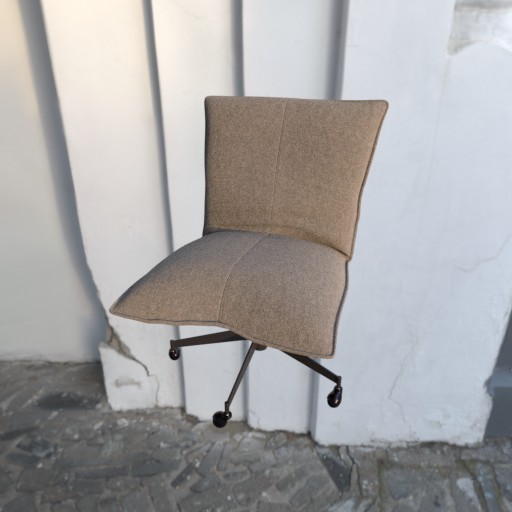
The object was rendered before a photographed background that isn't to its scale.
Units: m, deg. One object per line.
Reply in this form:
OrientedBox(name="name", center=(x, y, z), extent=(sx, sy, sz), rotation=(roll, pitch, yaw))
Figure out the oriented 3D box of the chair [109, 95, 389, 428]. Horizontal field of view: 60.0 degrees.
OrientedBox(name="chair", center=(0.000, 0.000, 1.286), extent=(0.597, 0.811, 0.696), rotation=(9, 27, 18))
